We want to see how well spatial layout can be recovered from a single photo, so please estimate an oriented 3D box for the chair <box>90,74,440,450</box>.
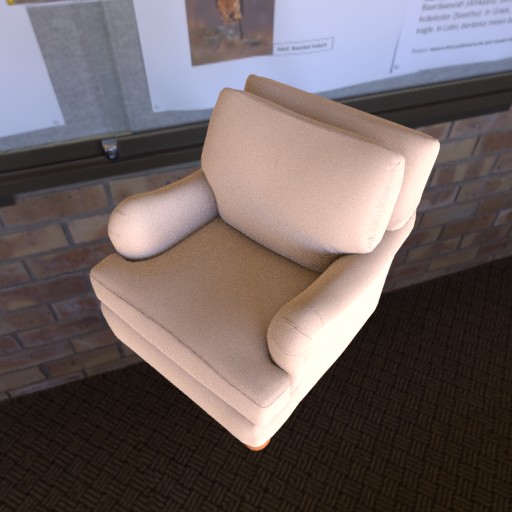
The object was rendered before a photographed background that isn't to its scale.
[{"bbox_3d":[0.000,0.000,1.835,0.955,1.038,1.070,30,53,26],"label":"chair"}]
